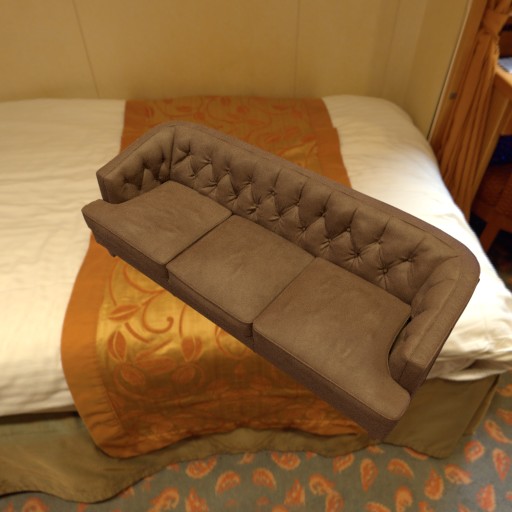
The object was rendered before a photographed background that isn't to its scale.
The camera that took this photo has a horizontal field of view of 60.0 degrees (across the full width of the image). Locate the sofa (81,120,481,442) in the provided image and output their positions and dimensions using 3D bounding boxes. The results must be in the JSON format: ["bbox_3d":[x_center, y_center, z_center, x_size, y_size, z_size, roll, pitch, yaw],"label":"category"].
[{"bbox_3d":[0.000,0.000,2.615,2.227,0.787,0.927,30,52,26],"label":"sofa"}]
